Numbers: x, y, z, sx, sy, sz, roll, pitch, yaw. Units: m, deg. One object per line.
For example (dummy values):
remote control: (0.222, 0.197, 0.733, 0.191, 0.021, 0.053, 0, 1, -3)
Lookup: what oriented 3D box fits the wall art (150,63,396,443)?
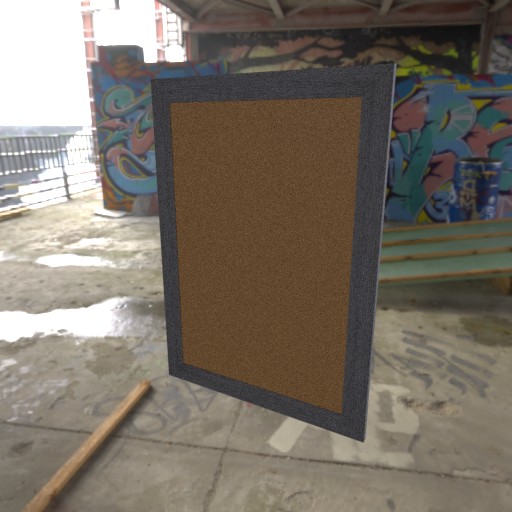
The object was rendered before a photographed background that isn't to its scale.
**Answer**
wall art: (0.000, 0.000, 1.393, 0.768, 1.070, 0.020, 9, 19, 29)
